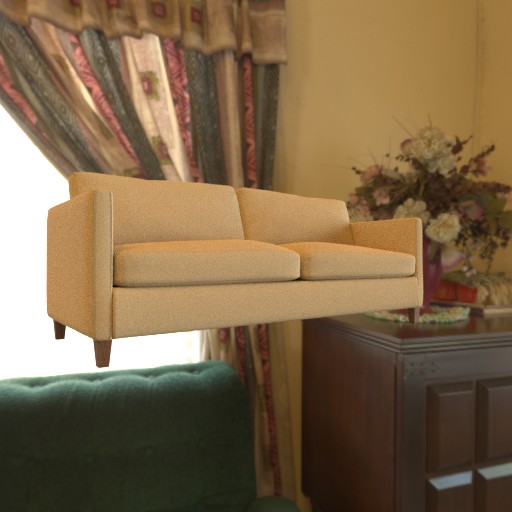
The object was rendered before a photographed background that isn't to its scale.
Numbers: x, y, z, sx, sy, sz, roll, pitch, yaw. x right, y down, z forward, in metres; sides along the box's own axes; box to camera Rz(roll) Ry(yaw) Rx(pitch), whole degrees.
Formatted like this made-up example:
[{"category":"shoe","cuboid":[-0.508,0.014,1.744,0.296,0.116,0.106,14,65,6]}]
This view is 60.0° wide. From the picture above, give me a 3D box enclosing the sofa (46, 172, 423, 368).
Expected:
[{"category":"sofa","cuboid":[0.000,0.000,2.887,2.361,0.968,0.951,0,-1,-36]}]
